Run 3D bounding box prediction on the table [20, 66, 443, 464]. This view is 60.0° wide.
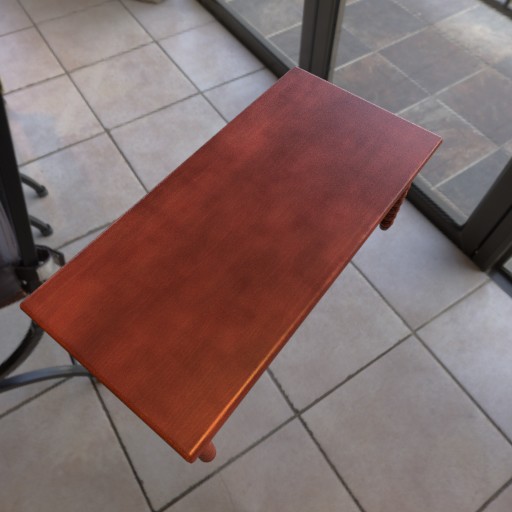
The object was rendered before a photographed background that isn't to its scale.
[{"bbox_3d":[0.000,0.000,1.439,0.580,0.485,1.171,34,65,18],"label":"table"}]
